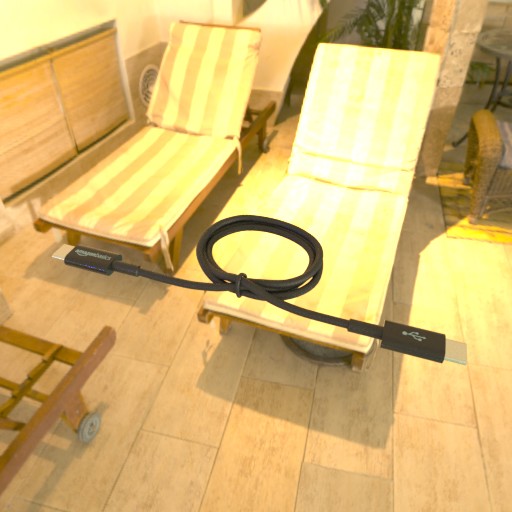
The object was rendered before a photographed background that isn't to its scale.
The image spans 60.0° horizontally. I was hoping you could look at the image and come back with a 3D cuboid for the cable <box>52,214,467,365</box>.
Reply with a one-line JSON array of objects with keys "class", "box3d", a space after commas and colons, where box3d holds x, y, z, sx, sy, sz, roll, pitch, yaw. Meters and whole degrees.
[{"class": "cable", "box3d": [0.000, 0.000, 0.227, 0.203, 0.014, 0.070, 12, 41, 15]}]
